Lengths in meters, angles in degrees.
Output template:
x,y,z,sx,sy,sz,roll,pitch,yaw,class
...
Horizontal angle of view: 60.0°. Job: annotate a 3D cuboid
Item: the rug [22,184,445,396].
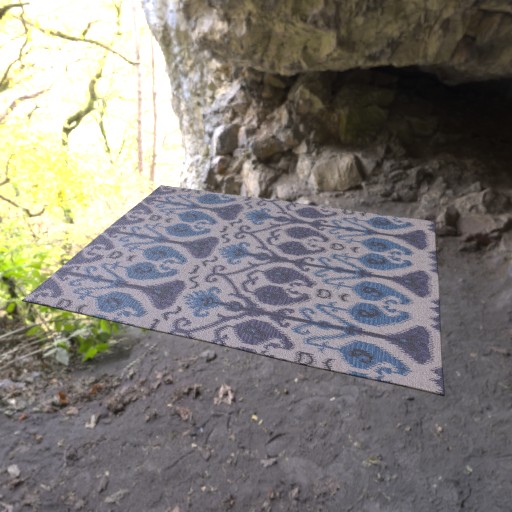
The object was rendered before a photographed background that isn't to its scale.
x,y,z,sx,sy,sz,roll,pitch,yaw,class
0.000,0.000,2.889,2.261,0.013,1.676,10,34,14,rug
